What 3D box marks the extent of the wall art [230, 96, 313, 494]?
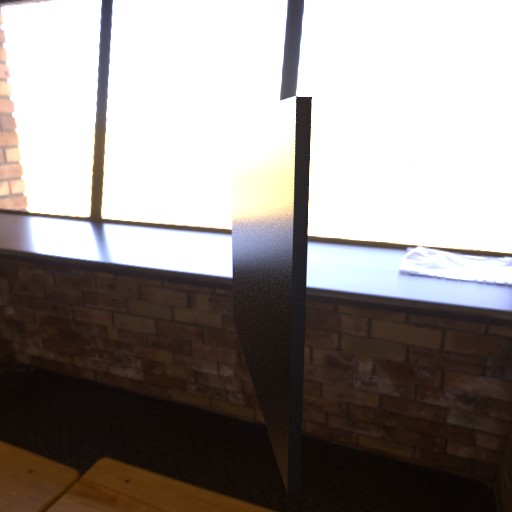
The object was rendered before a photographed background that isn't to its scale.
[{"bbox_3d":[0.000,0.000,0.529,0.012,0.332,0.383,-3,16,-10],"label":"wall art"}]
